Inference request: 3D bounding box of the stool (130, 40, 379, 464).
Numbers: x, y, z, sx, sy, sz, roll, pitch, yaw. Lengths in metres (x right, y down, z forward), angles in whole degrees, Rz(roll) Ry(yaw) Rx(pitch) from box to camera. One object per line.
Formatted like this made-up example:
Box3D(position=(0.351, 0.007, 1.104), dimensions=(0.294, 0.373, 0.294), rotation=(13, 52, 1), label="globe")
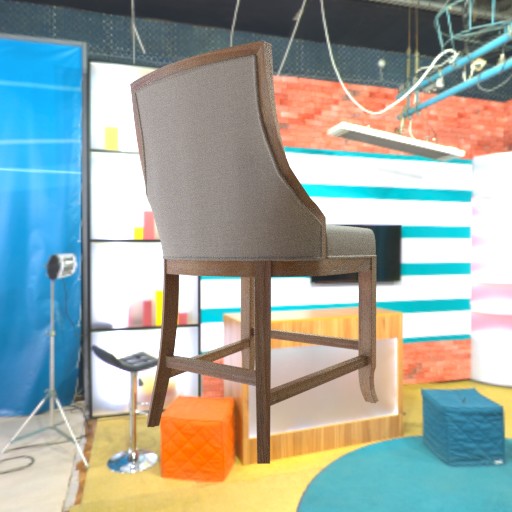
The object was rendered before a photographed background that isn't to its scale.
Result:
Box3D(position=(0.000, 0.000, 1.307), dimensions=(0.524, 0.938, 0.626), rotation=(0, 1, 35), label="stool")
